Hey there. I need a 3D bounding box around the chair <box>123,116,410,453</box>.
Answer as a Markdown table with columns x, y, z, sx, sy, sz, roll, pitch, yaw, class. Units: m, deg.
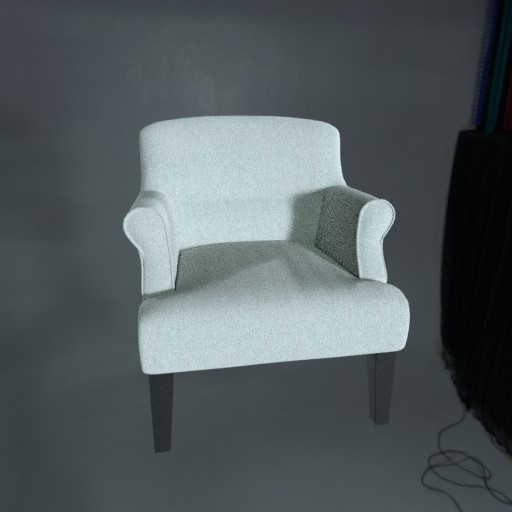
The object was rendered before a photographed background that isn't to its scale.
| x | y | z | sx | sy | sz | roll | pitch | yaw | class |
| --- | --- | --- | --- | --- | --- | --- | --- | --- | --- |
| 0.000 | 0.000 | 1.450 | 0.781 | 0.875 | 0.750 | -3 | 18 | -10 | chair |
